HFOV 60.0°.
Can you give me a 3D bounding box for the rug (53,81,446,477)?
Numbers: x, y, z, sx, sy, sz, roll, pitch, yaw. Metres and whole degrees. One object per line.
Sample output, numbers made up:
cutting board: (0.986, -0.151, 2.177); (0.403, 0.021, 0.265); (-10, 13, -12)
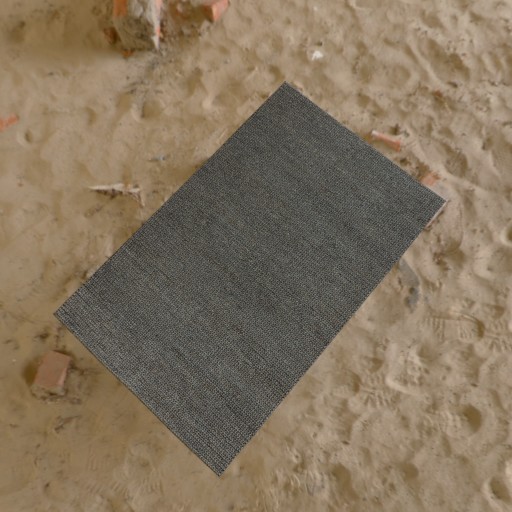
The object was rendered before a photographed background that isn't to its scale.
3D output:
rug: (0.000, 0.000, 3.106); (1.538, 0.021, 2.443); (40, 79, 10)
